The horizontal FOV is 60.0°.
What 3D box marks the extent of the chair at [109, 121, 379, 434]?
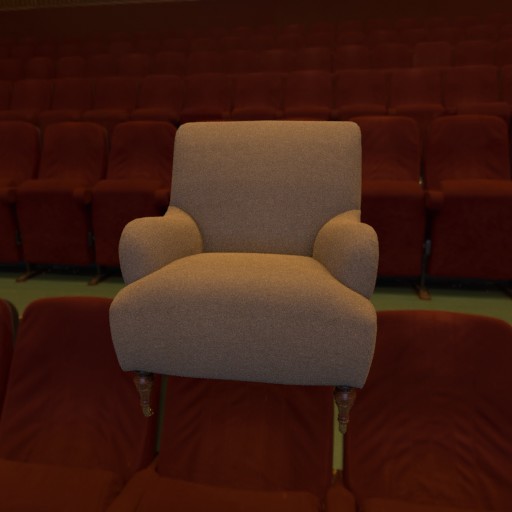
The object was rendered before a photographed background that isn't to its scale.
[{"bbox_3d":[0.000,0.000,1.557,0.766,0.942,0.843,2,14,8],"label":"chair"}]
